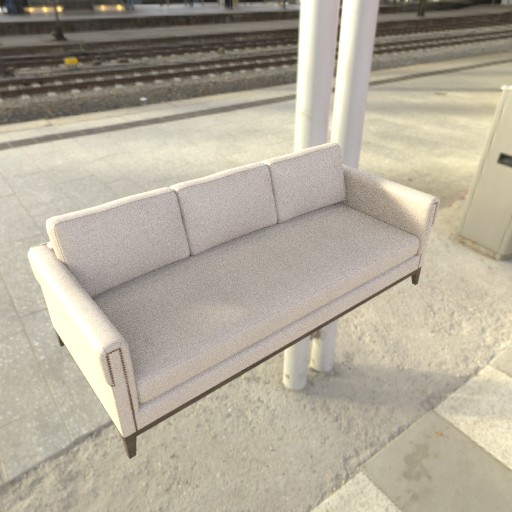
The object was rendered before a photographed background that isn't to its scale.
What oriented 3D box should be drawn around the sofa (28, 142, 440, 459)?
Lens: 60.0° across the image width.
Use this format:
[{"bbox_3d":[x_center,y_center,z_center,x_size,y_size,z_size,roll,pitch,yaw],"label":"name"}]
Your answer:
[{"bbox_3d":[0.000,0.000,2.616,2.210,0.838,0.959,-22,38,-32],"label":"sofa"}]
